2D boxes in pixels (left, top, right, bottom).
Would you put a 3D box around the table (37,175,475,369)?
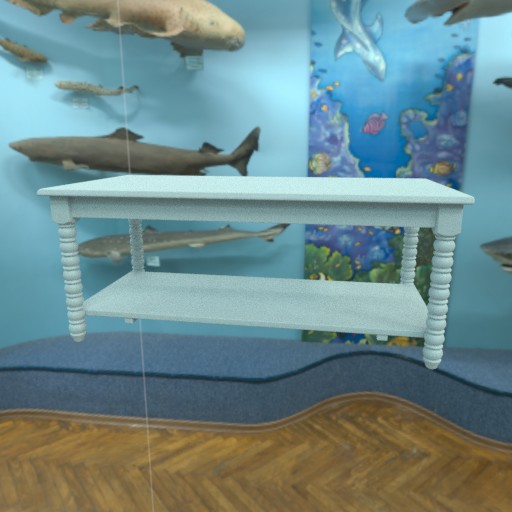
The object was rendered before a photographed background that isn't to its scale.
[{"bbox_3d":[0.000,0.000,1.494,1.171,0.487,0.580,2,15,9],"label":"table"}]
